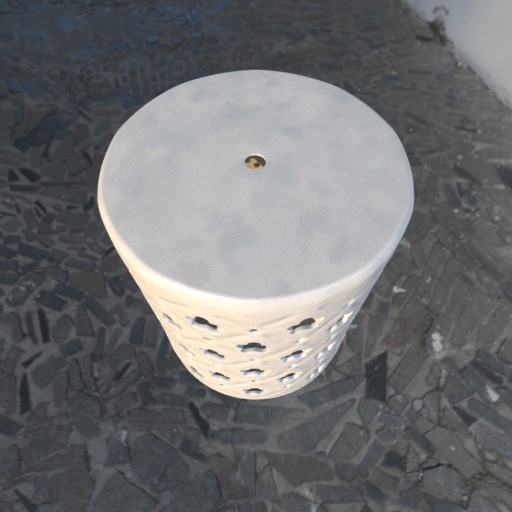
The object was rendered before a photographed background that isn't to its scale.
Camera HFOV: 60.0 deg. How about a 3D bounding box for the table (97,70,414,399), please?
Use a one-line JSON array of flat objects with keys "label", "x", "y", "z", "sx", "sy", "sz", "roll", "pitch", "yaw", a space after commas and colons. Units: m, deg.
[{"label": "table", "x": 0.000, "y": 0.000, "z": 0.651, "sx": 0.352, "sy": 0.387, "sz": 0.352, "roll": 0, "pitch": 57, "yaw": 0}]
